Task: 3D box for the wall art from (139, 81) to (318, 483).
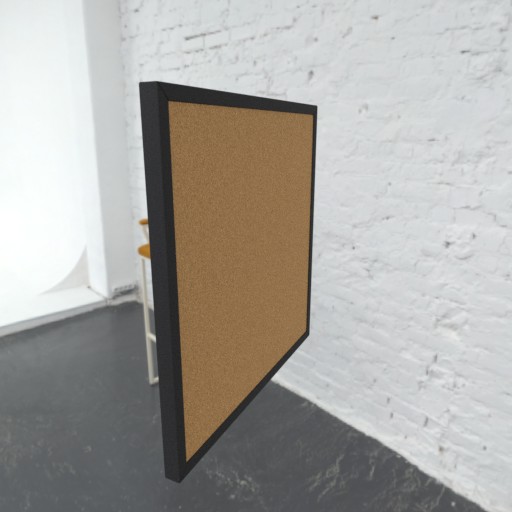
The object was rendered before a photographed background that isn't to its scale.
[{"bbox_3d":[0.000,0.000,1.130,0.037,0.763,0.763,8,17,26],"label":"wall art"}]
